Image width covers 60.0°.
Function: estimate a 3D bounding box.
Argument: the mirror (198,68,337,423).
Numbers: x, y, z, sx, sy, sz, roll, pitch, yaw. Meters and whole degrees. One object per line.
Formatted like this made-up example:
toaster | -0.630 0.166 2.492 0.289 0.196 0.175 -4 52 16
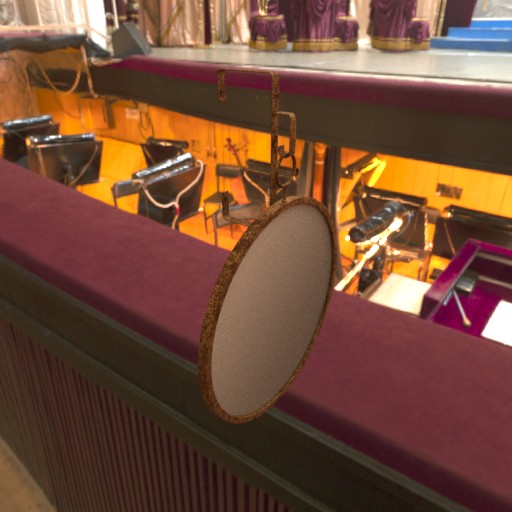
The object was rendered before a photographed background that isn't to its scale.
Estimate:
mirror | 0.000 0.000 0.840 0.144 0.651 0.447 18 33 31
